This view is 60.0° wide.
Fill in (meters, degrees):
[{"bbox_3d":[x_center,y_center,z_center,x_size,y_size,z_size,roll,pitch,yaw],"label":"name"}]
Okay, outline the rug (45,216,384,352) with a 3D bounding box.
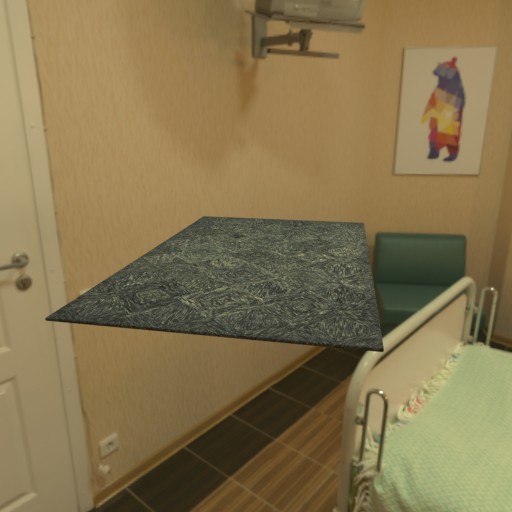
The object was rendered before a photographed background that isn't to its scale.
[{"bbox_3d":[0.000,0.000,2.952,1.478,0.017,2.330,3,17,11],"label":"rug"}]
